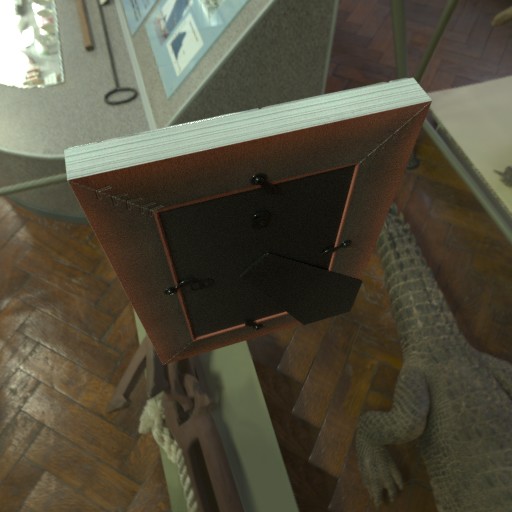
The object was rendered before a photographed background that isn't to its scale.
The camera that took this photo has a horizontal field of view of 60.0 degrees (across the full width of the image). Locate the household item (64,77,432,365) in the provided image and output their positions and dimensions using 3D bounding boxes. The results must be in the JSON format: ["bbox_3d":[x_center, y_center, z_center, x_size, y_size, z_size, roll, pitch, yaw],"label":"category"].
[{"bbox_3d":[0.000,0.000,0.287,0.165,0.216,0.025,-15,58,-10],"label":"household item"}]
